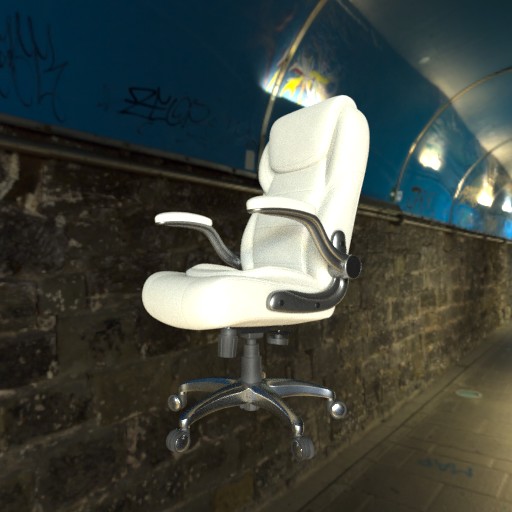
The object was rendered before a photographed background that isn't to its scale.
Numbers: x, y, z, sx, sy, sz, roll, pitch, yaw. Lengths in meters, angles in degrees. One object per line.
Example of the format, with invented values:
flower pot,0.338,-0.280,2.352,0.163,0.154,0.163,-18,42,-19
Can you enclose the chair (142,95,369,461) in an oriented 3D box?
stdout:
chair,0.000,0.000,1.762,0.806,1.330,0.755,0,0,-37
